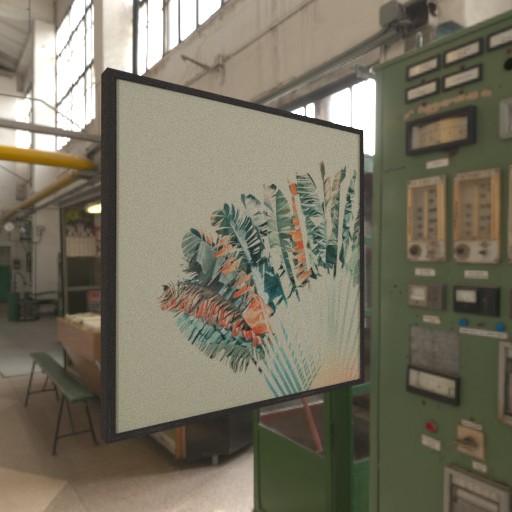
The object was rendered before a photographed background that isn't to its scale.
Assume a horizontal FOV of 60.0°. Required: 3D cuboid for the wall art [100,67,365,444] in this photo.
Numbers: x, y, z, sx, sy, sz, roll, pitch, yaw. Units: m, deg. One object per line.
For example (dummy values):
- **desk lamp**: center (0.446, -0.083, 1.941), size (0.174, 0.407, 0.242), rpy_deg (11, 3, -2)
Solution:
- **wall art**: center (0.000, 0.000, 1.128), size (0.762, 0.758, 0.043), rpy_deg (0, 0, -35)
